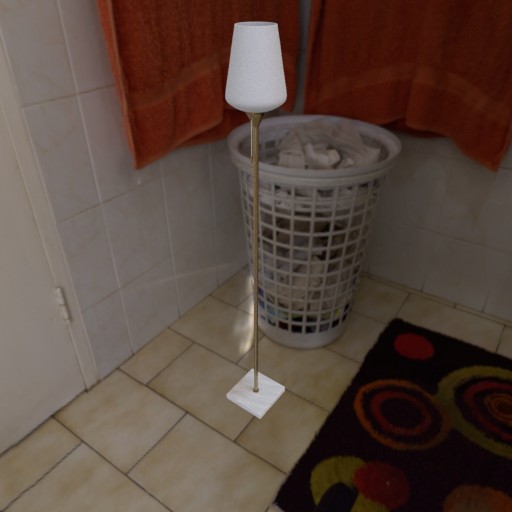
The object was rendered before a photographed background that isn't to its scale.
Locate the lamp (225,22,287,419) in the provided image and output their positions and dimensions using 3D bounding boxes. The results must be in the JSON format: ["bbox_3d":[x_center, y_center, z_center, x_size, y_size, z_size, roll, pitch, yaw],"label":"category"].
[{"bbox_3d":[0.000,0.000,1.947,0.229,1.813,0.232,22,39,30],"label":"lamp"}]
